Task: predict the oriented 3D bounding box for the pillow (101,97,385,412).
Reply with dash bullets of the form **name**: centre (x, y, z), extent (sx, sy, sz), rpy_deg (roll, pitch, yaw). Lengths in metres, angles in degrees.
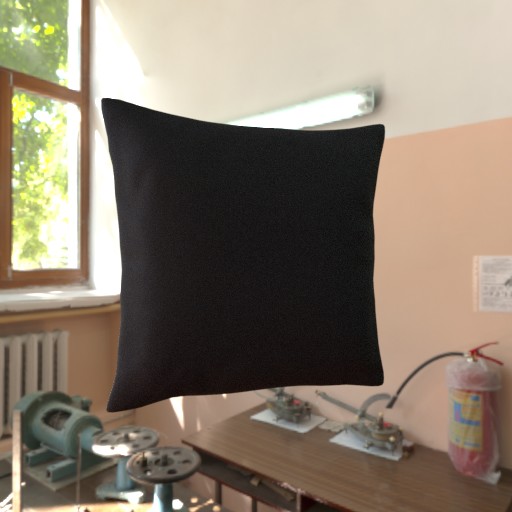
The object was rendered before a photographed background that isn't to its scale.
- **pillow**: centre (0.000, 0.000, 0.787), extent (0.520, 0.508, 0.166), rpy_deg (0, 0, -17)
